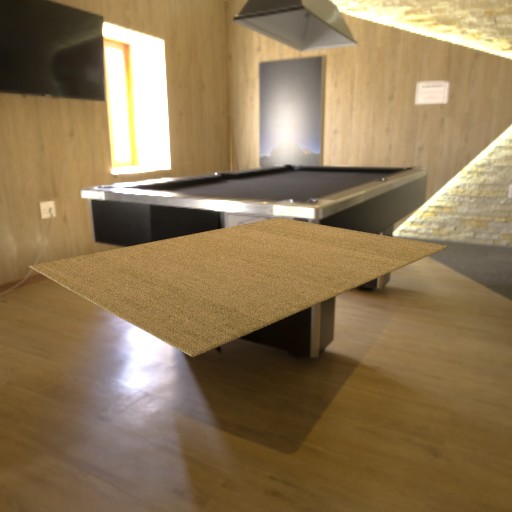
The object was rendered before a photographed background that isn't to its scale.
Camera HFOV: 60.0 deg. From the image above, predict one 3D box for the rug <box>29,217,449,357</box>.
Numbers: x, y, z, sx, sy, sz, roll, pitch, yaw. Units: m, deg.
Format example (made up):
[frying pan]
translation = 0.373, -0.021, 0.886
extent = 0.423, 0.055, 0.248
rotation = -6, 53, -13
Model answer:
[rug]
translation = 0.000, 0.000, 5.035
extent = 2.782, 0.025, 3.935
rotation = 15, 21, 43
